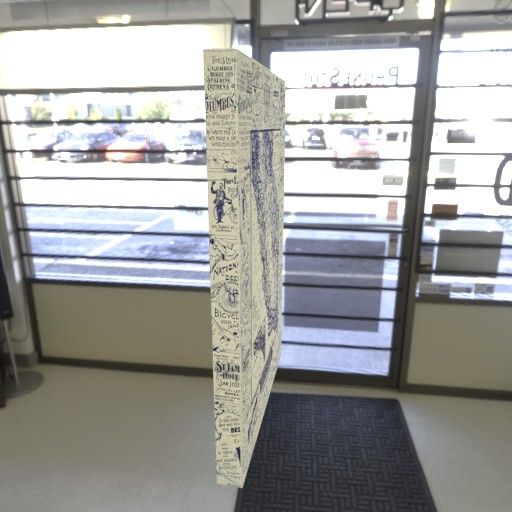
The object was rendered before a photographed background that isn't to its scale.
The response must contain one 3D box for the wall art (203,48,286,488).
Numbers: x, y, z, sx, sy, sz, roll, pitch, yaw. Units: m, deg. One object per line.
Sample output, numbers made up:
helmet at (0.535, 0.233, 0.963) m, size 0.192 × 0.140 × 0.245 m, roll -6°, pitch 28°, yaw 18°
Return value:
wall art at (0.000, 0.000, 0.769) m, size 0.040 × 0.601 × 0.408 m, roll 3°, pitch 17°, yaw 11°
